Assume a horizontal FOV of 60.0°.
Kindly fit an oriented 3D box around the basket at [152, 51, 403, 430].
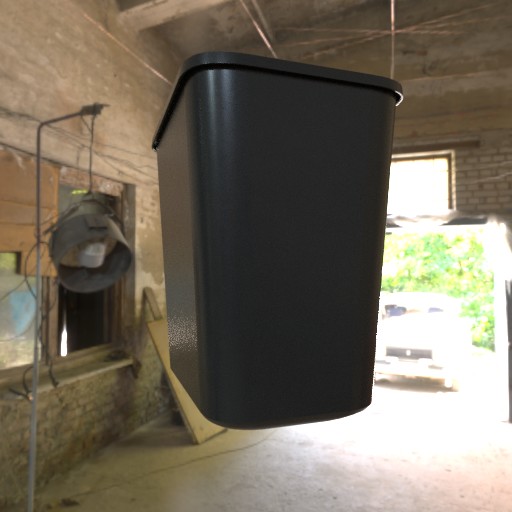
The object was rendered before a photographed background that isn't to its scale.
[{"bbox_3d":[0.000,0.000,0.501,0.211,0.307,0.300,1,-2,-19],"label":"basket"}]
